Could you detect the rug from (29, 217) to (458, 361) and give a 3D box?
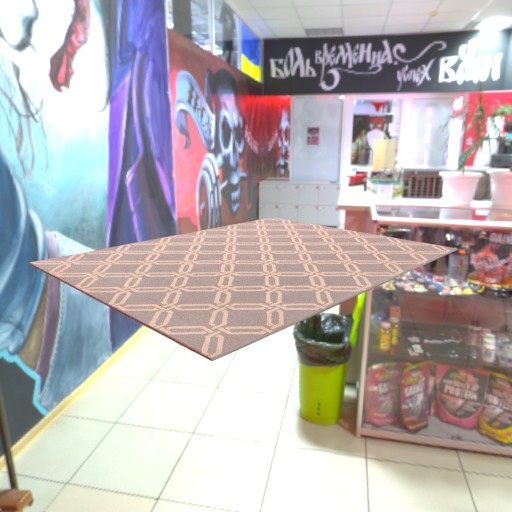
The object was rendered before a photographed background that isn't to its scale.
[{"bbox_3d":[0.000,0.000,3.789,2.288,0.018,2.895,14,21,43],"label":"rug"}]
